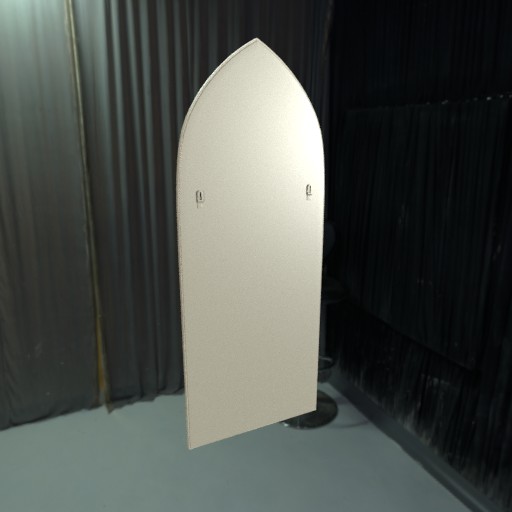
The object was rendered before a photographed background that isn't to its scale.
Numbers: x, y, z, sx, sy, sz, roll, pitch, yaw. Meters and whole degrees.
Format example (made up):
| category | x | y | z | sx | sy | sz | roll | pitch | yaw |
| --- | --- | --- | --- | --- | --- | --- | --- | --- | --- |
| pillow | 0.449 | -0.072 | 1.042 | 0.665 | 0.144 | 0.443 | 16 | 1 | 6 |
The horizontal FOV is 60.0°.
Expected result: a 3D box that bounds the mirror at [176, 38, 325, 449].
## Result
| category | x | y | z | sx | sy | sz | roll | pitch | yaw |
| --- | --- | --- | --- | --- | --- | --- | --- | --- | --- |
| mirror | 0.000 | 0.000 | 1.309 | 0.464 | 1.175 | 0.025 | -7 | 17 | -25 |
